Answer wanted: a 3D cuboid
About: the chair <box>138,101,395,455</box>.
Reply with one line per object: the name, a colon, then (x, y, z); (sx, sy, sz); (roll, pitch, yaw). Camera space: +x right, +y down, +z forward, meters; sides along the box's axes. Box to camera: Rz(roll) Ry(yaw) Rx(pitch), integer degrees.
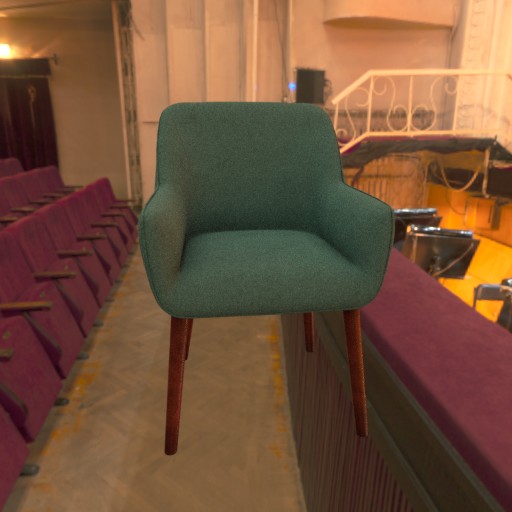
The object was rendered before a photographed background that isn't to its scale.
chair: (0.000, 0.000, 1.181); (0.543, 0.803, 0.519); (-2, 16, -8)
